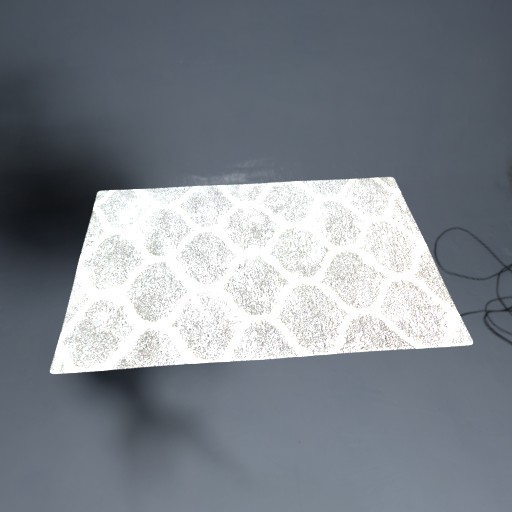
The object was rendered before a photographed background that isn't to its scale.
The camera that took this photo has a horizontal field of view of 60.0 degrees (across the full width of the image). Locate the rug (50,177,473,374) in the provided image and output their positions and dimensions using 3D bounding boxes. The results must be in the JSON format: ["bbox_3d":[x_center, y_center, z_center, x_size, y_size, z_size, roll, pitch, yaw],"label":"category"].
[{"bbox_3d":[0.000,0.000,3.425,2.701,0.026,1.801,-3,47,-3],"label":"rug"}]
